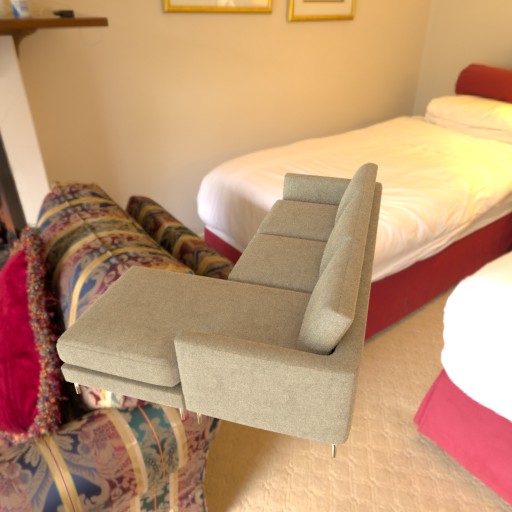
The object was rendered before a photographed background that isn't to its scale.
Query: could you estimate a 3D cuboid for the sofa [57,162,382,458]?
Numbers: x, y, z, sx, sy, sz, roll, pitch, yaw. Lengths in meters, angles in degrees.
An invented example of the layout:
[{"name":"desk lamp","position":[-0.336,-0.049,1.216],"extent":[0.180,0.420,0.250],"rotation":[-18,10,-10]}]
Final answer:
[{"name":"sofa","position":[0.000,0.000,3.184],"extent":[1.626,0.864,2.438],"rotation":[8,31,14]}]
